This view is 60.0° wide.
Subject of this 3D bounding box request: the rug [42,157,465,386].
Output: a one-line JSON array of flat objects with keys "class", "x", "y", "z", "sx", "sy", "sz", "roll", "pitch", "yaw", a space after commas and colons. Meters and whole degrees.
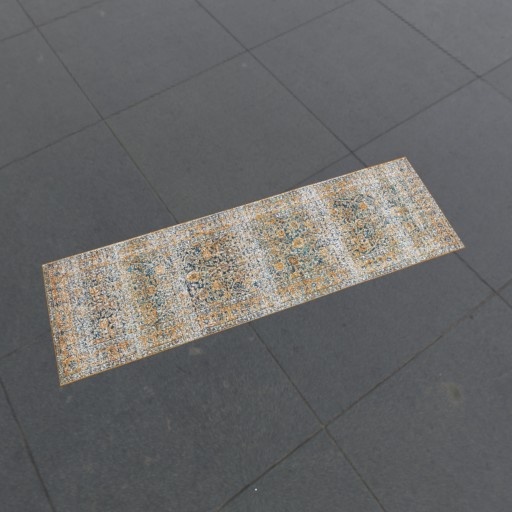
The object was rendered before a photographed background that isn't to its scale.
[{"class": "rug", "x": 0.000, "y": 0.000, "z": 2.504, "sx": 2.294, "sy": 0.014, "sz": 0.704, "roll": -18, "pitch": 64, "yaw": -9}]
